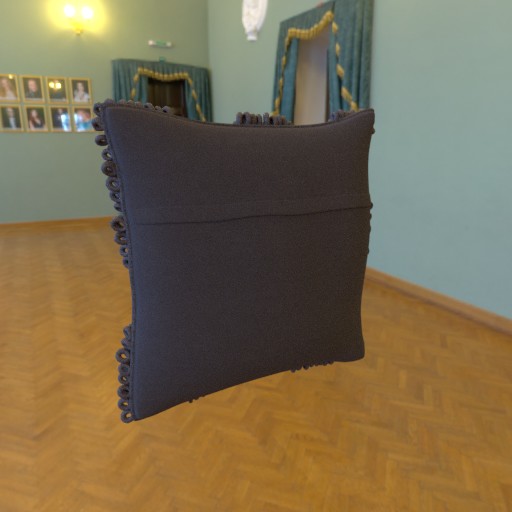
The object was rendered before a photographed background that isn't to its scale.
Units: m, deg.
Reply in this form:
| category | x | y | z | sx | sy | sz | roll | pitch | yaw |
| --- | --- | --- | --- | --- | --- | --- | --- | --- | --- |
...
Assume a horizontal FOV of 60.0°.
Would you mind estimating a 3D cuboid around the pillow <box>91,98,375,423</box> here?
| category | x | y | z | sx | sy | sz | roll | pitch | yaw |
| --- | --- | --- | --- | --- | --- | --- | --- | --- | --- |
| pillow | 0.000 | 0.000 | 0.717 | 0.470 | 0.467 | 0.172 | -8 | 16 | -27 |
